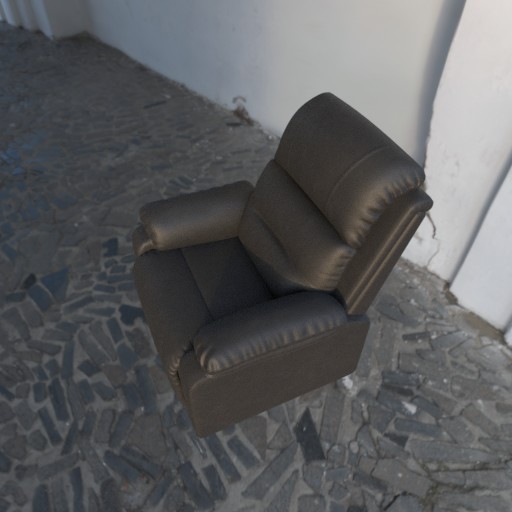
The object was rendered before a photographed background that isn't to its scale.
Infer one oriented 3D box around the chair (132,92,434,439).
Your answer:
[{"bbox_3d":[0.000,0.000,1.713,0.919,0.992,0.855,-18,49,-17],"label":"chair"}]
